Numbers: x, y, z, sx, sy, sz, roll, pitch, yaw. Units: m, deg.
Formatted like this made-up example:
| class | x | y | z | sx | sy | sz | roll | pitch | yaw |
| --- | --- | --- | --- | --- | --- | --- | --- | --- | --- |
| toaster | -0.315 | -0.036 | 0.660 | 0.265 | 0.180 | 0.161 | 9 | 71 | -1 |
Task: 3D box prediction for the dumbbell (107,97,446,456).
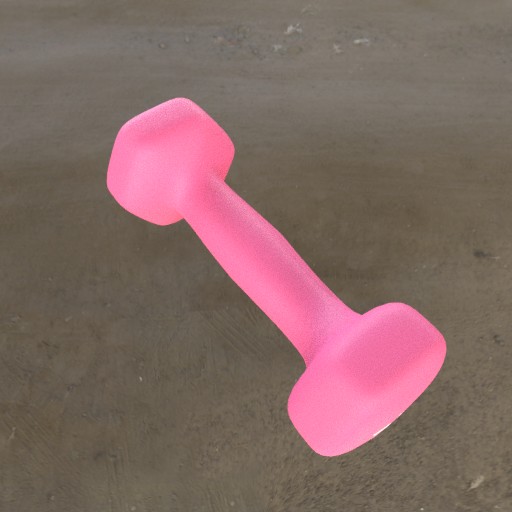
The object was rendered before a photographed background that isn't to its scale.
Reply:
| class | x | y | z | sx | sy | sz | roll | pitch | yaw |
| --- | --- | --- | --- | --- | --- | --- | --- | --- | --- |
| dumbbell | 0.000 | 0.000 | 0.168 | 0.058 | 0.053 | 0.146 | -33 | 63 | -19 |
